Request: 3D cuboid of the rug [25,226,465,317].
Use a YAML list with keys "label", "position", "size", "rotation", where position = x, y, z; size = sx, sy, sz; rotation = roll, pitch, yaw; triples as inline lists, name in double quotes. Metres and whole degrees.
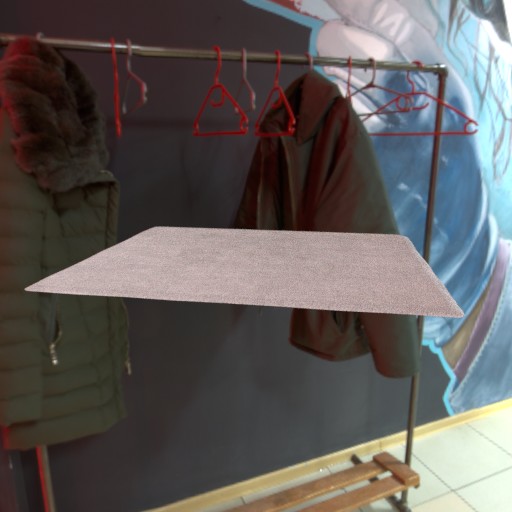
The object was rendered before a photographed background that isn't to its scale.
- label: "rug"
  position: [0.000, 0.000, 3.936]
  size: [2.933, 0.027, 2.332]
  rotation: [2, 15, 9]
